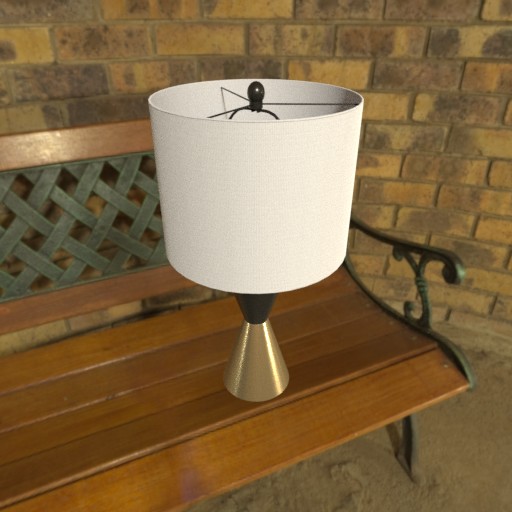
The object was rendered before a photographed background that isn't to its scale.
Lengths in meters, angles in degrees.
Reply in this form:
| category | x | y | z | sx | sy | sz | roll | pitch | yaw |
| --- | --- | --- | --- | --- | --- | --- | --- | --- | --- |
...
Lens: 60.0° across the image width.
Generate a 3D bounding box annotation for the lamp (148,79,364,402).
| category | x | y | z | sx | sy | sz | roll | pitch | yaw |
| --- | --- | --- | --- | --- | --- | --- | --- | --- | --- |
| lamp | 0.000 | 0.000 | 0.772 | 0.304 | 0.573 | 0.304 | 19 | 35 | 30 |
